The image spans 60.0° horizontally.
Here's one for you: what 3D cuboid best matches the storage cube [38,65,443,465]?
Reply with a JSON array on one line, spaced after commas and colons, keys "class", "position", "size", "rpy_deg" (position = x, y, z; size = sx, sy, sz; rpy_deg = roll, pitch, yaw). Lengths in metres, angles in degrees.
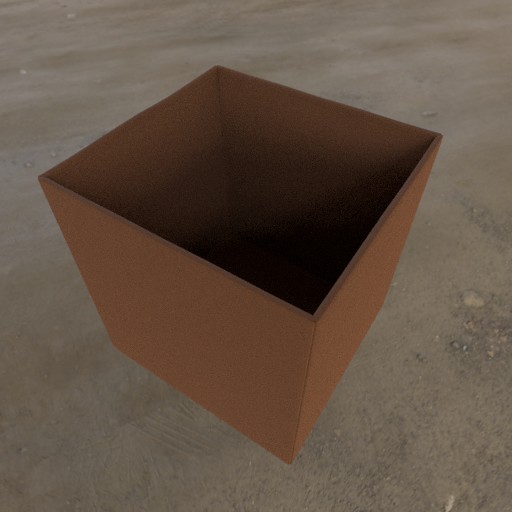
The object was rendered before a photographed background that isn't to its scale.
[{"class": "storage cube", "position": [0.000, 0.000, 0.499], "size": [0.270, 0.280, 0.270], "rpy_deg": [26, 53, 22]}]
